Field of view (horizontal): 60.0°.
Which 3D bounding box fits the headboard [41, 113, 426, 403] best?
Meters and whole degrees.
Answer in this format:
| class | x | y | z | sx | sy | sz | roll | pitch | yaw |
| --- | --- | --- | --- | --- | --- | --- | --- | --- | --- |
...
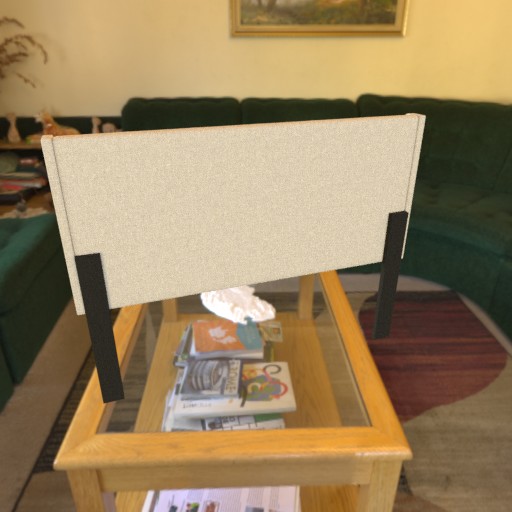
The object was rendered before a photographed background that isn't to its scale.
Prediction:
| class | x | y | z | sx | sy | sz | roll | pitch | yaw |
| --- | --- | --- | --- | --- | --- | --- | --- | --- | --- |
| headboard | 0.000 | 0.000 | 2.635 | 2.051 | 1.524 | 0.184 | -9 | 27 | -17 |
